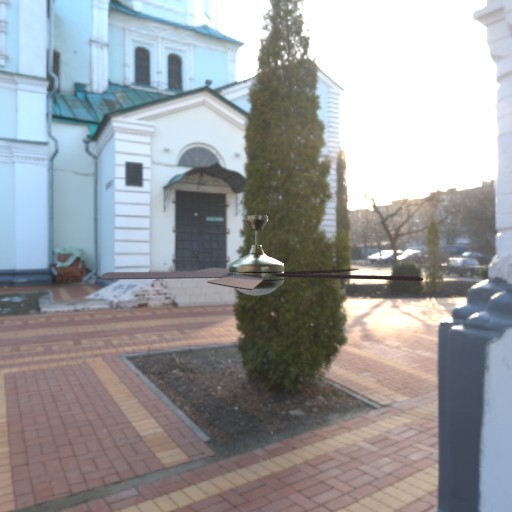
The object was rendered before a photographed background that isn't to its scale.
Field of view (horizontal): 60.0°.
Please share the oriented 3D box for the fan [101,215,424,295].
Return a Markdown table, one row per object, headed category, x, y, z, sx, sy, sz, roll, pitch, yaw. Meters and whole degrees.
| category | x | y | z | sx | sy | sz | roll | pitch | yaw |
| --- | --- | --- | --- | --- | --- | --- | --- | --- | --- |
| fan | 0.000 | 0.000 | 1.993 | 1.321 | 0.356 | 1.321 | 0 | 0 | -18 |
